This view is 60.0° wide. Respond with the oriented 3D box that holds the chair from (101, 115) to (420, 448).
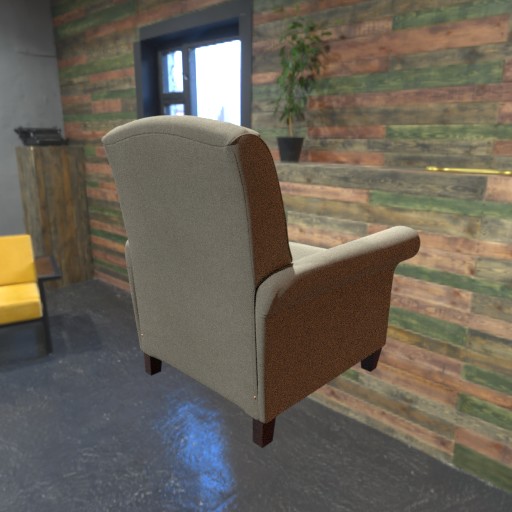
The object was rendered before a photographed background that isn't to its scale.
[{"bbox_3d":[0.000,0.000,1.801,0.978,1.061,0.905,14,20,43],"label":"chair"}]
